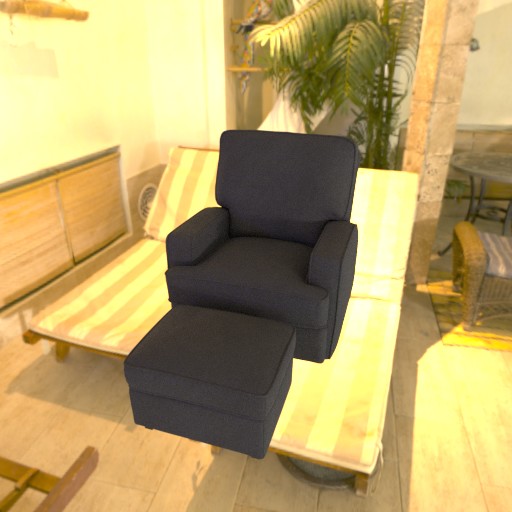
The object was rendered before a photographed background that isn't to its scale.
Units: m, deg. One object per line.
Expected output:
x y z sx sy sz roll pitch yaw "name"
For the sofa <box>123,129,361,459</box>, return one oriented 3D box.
0.000 0.000 2.077 0.861 0.959 1.472 8 27 16 "sofa"
